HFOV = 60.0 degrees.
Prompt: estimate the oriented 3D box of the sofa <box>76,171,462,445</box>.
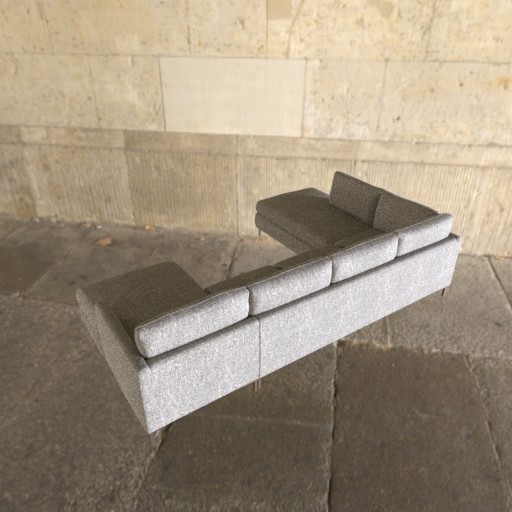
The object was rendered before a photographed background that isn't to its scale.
[{"bbox_3d":[0.000,0.000,3.610,2.737,0.756,1.879,-18,34,-29],"label":"sofa"}]
